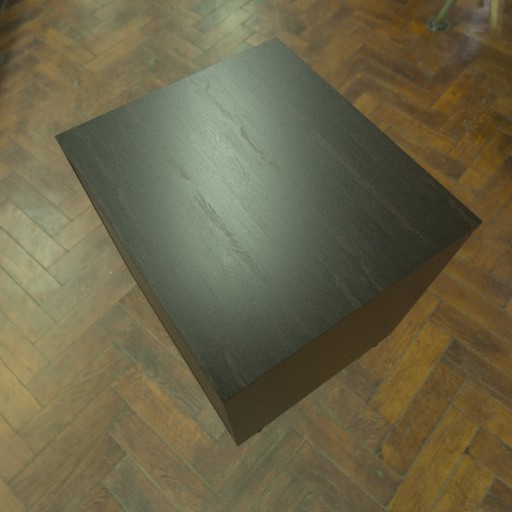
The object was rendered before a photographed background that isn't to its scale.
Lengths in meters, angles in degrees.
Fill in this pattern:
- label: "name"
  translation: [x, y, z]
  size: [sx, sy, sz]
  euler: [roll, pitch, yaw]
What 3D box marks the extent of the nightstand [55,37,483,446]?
- label: "nightstand"
  translation: [0.000, 0.000, 0.865]
  size: [0.427, 0.487, 0.489]
  euler: [-31, 66, -16]
